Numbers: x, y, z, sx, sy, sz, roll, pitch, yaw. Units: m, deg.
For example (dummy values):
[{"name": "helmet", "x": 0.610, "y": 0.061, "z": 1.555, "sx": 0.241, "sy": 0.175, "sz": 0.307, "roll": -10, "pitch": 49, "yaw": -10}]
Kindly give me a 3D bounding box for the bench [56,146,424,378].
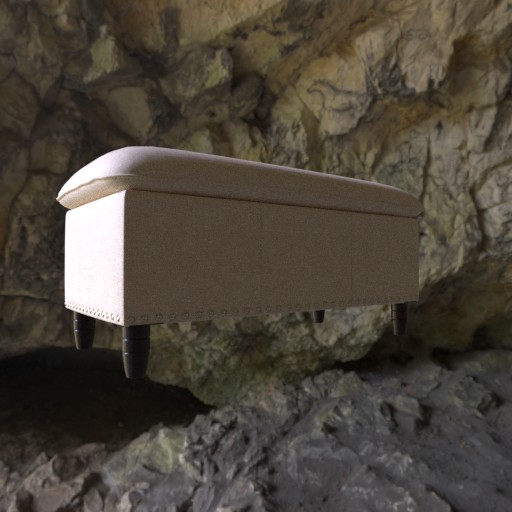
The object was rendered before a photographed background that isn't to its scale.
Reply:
[{"name": "bench", "x": 0.000, "y": 0.000, "z": 1.262, "sx": 0.991, "sy": 0.483, "sz": 0.483, "roll": 1, "pitch": -1, "yaw": -36}]
